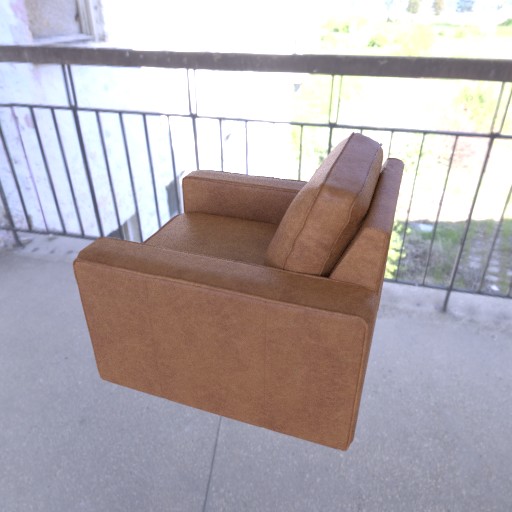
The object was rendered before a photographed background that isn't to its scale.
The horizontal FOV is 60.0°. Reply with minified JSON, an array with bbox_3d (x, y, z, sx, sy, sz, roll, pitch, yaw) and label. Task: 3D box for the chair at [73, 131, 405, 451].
[{"bbox_3d":[0.000,0.000,1.764,1.027,0.901,0.987,9,31,14],"label":"chair"}]
